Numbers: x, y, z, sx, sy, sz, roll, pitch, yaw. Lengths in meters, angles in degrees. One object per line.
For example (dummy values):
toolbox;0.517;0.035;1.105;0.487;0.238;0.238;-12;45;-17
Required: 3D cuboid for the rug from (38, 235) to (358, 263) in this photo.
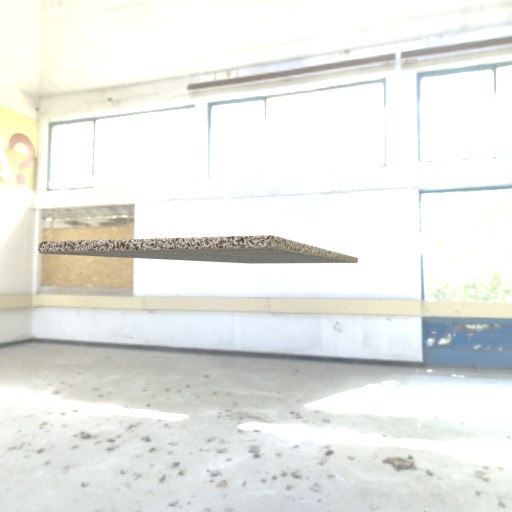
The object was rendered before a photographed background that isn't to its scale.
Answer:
rug;0.000;0.000;1.697;0.609;0.030;1.524;-1;-2;19
